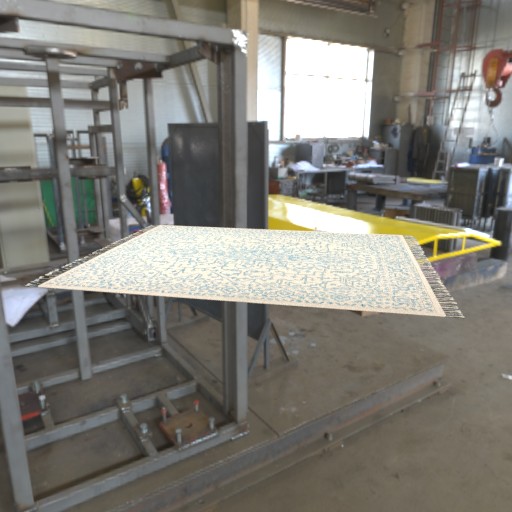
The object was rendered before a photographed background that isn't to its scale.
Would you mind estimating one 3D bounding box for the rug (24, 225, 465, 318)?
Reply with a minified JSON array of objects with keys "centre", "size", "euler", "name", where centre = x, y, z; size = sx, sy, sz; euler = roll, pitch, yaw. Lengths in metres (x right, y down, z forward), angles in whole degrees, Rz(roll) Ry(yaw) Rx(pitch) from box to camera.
[{"centre":[0.000,0.000,4.372],"size":[3.327,0.010,2.464],"euler":[3,16,11],"name":"rug"}]
